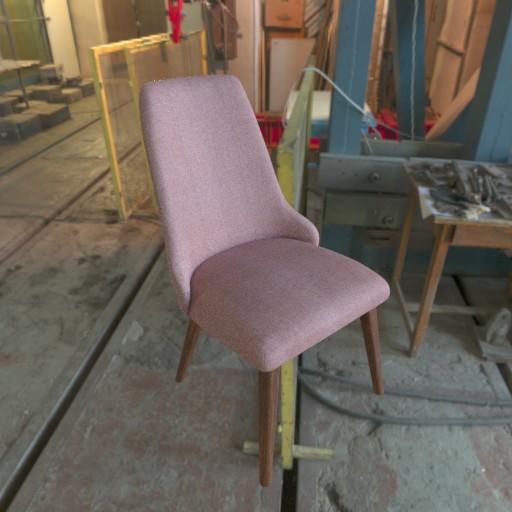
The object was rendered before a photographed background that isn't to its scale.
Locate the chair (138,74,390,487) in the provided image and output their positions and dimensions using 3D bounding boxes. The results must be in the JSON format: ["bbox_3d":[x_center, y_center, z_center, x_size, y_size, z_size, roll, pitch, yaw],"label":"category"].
[{"bbox_3d":[0.000,0.000,1.314,0.535,0.918,0.707,-22,37,-33],"label":"chair"}]
